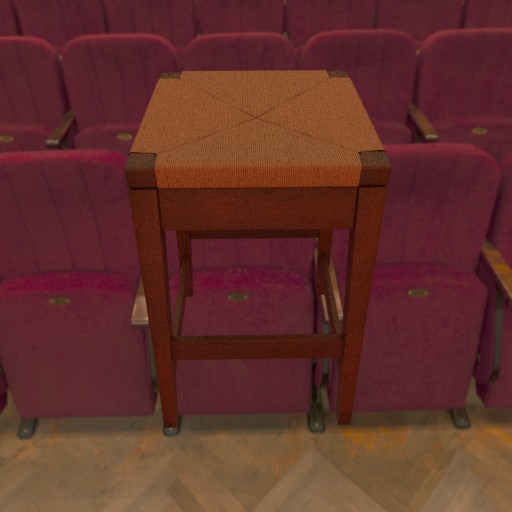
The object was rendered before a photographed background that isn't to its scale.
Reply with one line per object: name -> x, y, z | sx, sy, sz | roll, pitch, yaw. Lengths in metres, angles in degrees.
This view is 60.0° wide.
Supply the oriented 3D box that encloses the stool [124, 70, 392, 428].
stool -> 0.000, 0.000, 1.111 | 0.497, 0.762, 0.507 | -1, 42, -1
